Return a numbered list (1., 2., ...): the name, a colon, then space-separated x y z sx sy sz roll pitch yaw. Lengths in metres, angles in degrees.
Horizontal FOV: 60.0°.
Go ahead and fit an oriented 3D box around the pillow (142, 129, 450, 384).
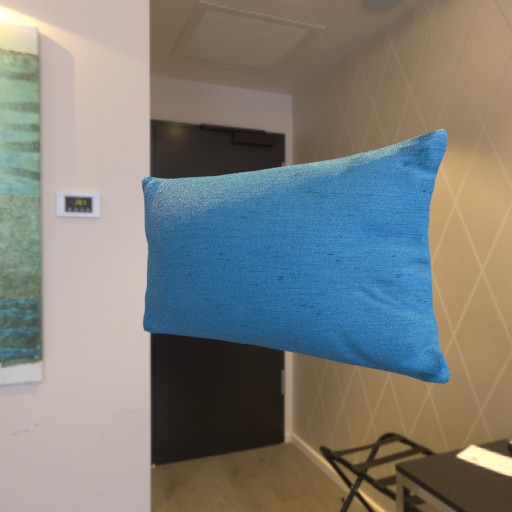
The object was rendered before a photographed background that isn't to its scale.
1. pillow: 0.000 0.000 0.771 0.633 0.338 0.210 1 1 38
